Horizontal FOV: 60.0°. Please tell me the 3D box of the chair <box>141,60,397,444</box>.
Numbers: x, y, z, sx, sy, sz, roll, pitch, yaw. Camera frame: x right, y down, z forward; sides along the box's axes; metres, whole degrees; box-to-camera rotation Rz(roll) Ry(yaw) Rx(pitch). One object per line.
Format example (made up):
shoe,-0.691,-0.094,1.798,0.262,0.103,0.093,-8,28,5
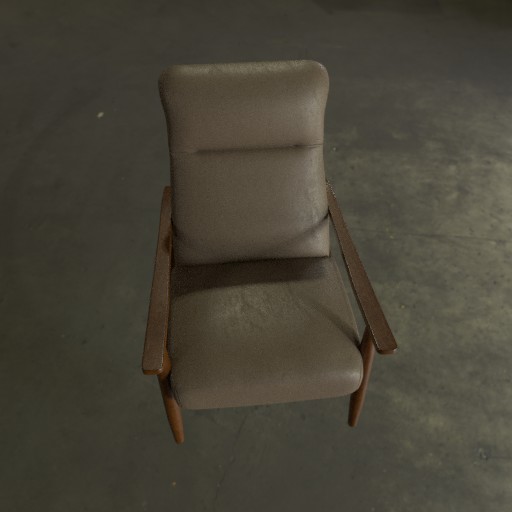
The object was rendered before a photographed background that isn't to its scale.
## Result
chair,0.000,0.000,1.706,0.762,1.082,1.014,-4,47,-4
